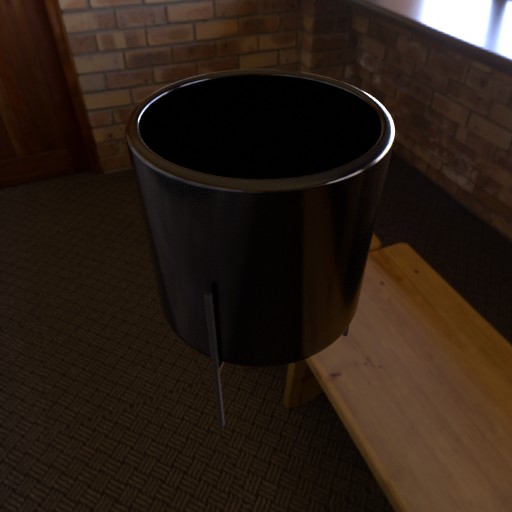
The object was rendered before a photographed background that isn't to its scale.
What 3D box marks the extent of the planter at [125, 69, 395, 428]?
[{"bbox_3d":[0.000,0.000,0.645,0.310,0.432,0.310,26,48,26],"label":"planter"}]
